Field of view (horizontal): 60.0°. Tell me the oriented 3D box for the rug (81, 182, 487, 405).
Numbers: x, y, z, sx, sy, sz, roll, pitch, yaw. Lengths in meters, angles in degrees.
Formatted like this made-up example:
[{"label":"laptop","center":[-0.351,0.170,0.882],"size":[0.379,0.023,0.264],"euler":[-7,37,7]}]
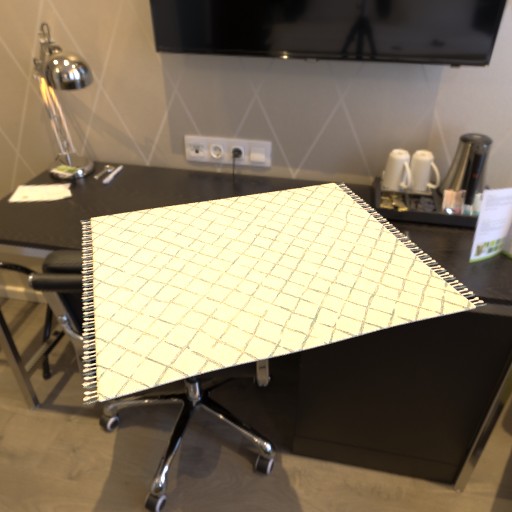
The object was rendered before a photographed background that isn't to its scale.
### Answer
[{"label":"rug","center":[0.000,0.000,4.770],"size":[3.585,0.036,2.892],"euler":[-10,35,-15]}]
